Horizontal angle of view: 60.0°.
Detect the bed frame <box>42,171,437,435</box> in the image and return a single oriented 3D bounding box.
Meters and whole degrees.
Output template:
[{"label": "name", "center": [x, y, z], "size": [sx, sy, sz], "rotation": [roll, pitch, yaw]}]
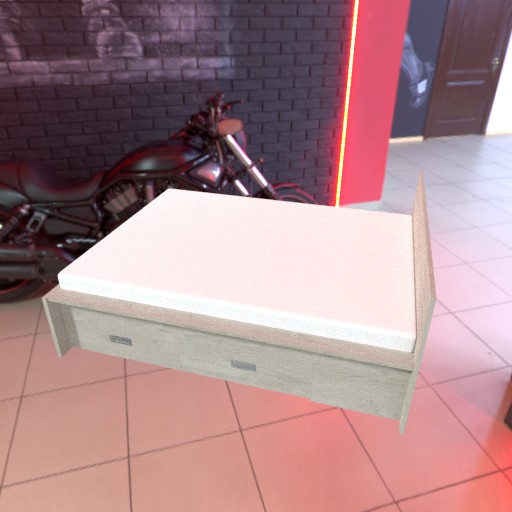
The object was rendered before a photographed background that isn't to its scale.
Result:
[{"label": "bed frame", "center": [0.000, 0.000, 2.863], "size": [1.960, 0.800, 1.622], "rotation": [8, 30, 14]}]
